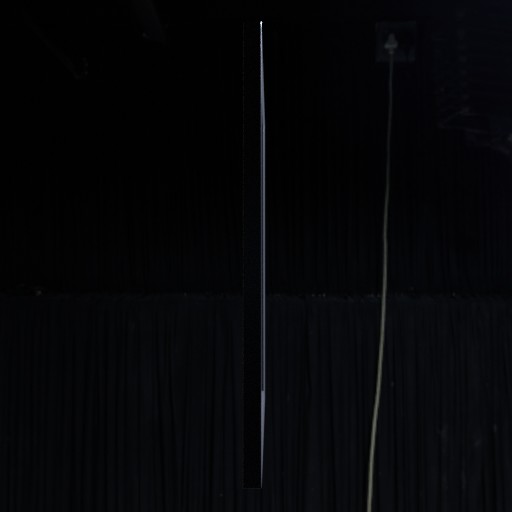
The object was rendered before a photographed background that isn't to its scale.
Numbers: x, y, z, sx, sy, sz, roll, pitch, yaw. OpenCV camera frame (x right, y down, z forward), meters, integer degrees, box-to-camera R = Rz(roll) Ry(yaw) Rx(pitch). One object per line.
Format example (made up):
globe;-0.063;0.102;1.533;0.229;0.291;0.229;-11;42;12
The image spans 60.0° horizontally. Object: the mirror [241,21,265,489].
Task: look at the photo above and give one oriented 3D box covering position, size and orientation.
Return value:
mirror;0.000;0.000;1.171;0.040;0.915;0.609;0;-2;2
